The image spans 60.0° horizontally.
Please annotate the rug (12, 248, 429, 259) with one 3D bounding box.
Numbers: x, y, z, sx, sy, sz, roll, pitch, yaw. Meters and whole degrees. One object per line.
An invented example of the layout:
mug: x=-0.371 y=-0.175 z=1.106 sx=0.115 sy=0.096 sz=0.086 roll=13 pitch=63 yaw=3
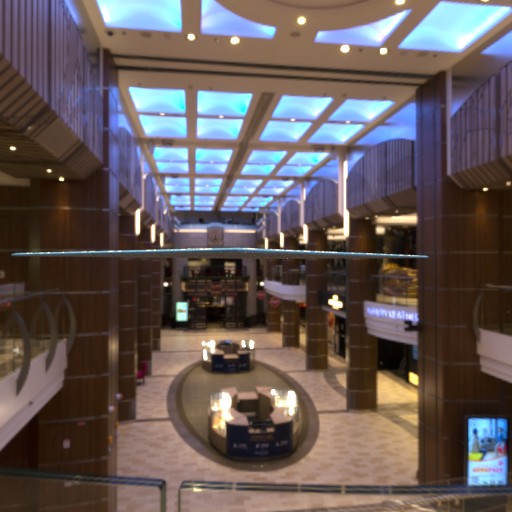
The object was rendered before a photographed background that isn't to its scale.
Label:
rug: x=0.000 y=0.000 z=2.247 sx=1.211 sy=0.012 sz=1.833 roll=-1 pitch=-1 yaw=36
